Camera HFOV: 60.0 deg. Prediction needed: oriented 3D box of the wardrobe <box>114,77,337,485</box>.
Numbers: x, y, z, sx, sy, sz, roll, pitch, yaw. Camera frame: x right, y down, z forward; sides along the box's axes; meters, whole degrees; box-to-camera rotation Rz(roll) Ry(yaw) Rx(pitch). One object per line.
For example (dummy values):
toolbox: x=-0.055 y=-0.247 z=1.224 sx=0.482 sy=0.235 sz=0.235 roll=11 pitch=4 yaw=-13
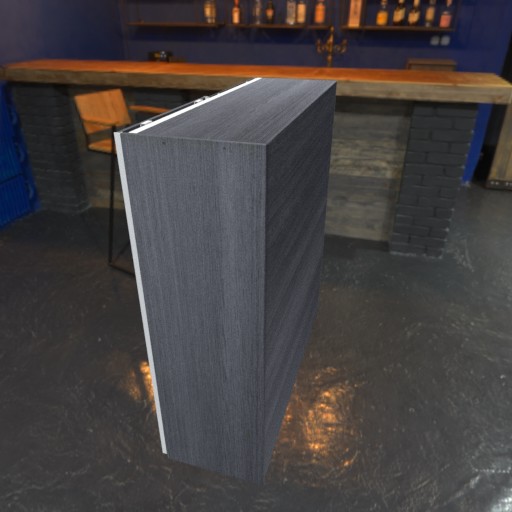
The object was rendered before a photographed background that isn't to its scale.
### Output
wardrobe: x=0.000 y=0.000 z=2.890 sx=0.629 sy=1.960 sz=1.780 roll=9 pitch=30 yaw=15
